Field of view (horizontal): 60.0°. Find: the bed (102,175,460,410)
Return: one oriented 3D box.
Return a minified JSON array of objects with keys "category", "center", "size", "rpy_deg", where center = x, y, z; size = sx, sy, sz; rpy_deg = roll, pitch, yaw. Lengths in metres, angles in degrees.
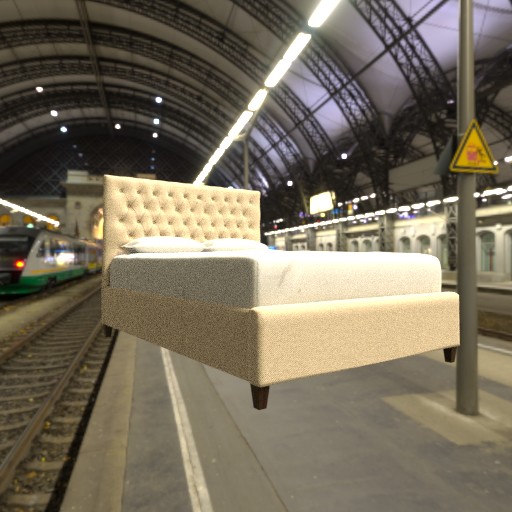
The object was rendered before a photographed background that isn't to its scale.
[{"category":"bed","center":[0.000,0.000,3.453],"size":[1.698,1.427,2.387],"rpy_deg":[0,0,-36]}]
